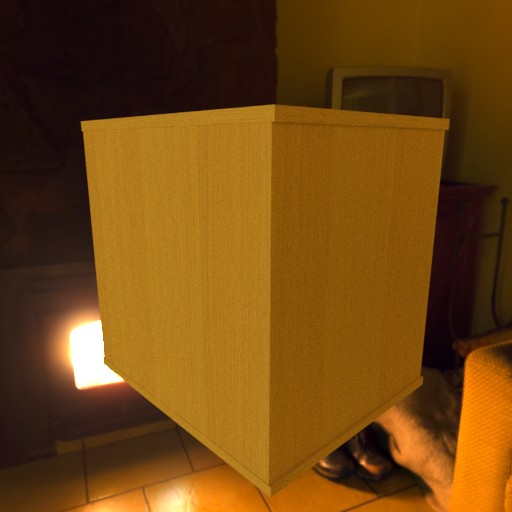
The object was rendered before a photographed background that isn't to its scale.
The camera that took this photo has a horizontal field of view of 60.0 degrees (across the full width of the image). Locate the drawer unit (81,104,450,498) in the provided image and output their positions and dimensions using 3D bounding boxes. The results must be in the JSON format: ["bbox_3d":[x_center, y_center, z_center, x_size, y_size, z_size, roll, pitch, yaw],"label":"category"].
[{"bbox_3d":[0.000,0.000,0.585,0.290,0.344,0.349,-13,19,-41],"label":"drawer unit"}]
